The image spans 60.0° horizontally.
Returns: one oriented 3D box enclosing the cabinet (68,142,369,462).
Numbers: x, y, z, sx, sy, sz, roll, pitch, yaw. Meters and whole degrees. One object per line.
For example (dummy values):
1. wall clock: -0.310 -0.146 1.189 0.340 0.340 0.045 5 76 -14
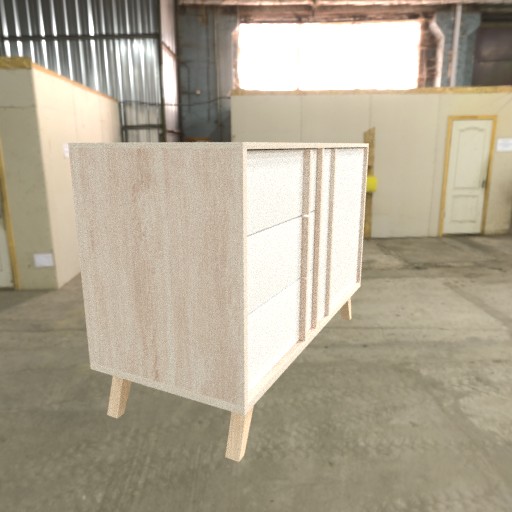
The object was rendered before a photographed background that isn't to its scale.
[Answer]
1. cabinet: 0.000 0.000 1.582 0.500 0.780 1.110 7 16 26
